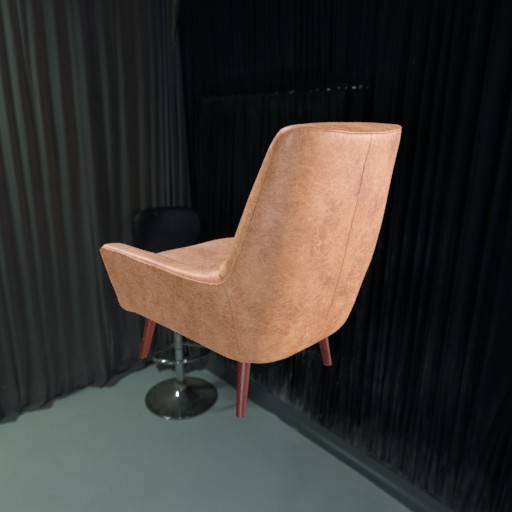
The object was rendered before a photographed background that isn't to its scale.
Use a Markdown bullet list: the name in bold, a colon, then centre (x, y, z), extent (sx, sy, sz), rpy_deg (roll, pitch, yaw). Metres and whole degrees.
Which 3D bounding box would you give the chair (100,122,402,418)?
- **chair**: centre (0.000, 0.000, 1.529), extent (0.753, 0.883, 0.851), rpy_deg (-15, 23, -41)
